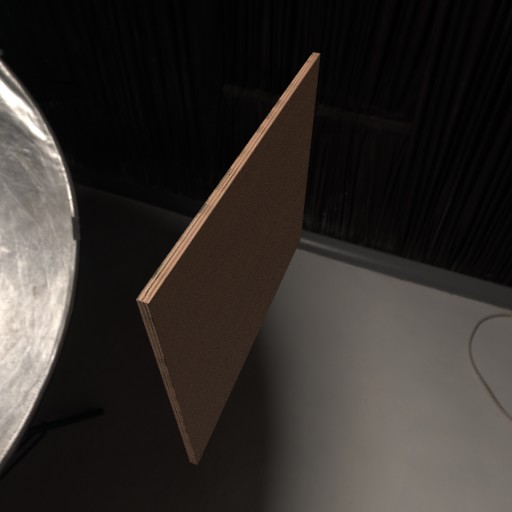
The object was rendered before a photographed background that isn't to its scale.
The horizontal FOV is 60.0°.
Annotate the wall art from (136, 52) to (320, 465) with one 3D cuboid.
[{"bbox_3d":[0.000,0.000,0.674,0.012,0.408,0.508,16,50,14],"label":"wall art"}]
